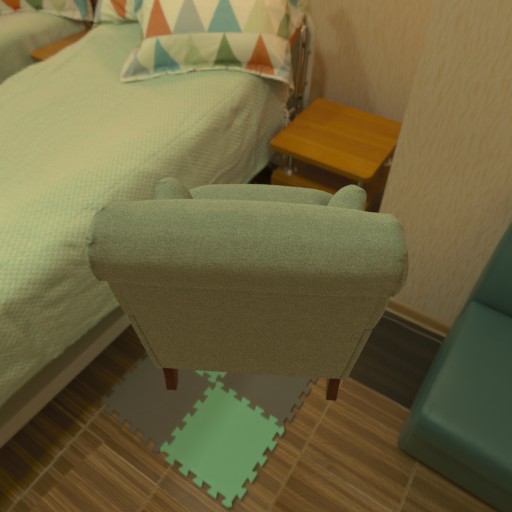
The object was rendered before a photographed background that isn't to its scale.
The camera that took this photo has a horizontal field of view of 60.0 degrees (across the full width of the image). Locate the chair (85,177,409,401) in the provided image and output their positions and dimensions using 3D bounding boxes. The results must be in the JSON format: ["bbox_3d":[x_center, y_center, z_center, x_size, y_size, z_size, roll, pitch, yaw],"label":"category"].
[{"bbox_3d":[0.000,0.000,1.951,0.964,1.178,1.060,3,47,3],"label":"chair"}]
